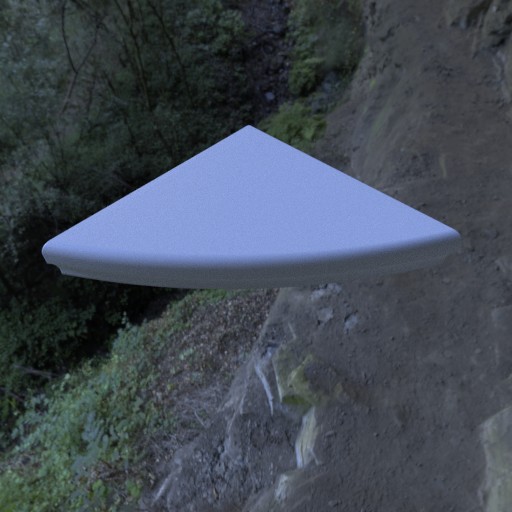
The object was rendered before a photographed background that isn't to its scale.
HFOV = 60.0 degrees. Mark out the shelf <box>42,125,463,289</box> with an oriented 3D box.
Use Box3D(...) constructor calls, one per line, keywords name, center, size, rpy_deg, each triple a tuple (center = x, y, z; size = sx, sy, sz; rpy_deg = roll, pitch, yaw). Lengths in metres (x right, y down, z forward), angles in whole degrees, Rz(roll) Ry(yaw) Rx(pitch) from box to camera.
Box3D(name="shelf", center=(0.000, 0.000, 0.471), size=(0.310, 0.050, 0.310), rpy_deg=(34, 56, 27))
